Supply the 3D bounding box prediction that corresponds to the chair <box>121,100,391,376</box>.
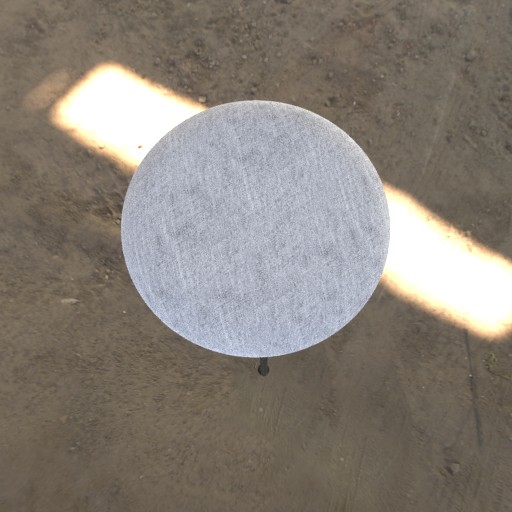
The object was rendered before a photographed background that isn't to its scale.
[{"bbox_3d":[0.000,0.000,0.664,0.350,0.386,0.350,-5,75,-1],"label":"chair"}]
